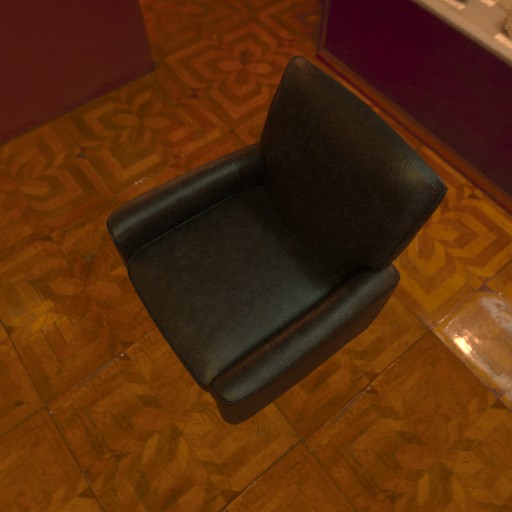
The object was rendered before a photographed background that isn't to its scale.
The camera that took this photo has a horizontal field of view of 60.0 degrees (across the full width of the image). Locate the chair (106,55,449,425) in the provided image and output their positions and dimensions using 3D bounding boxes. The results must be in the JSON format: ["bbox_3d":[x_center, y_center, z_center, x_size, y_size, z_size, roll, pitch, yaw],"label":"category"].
[{"bbox_3d":[0.000,0.000,1.634,0.864,1.014,0.848,-33,67,-16],"label":"chair"}]
